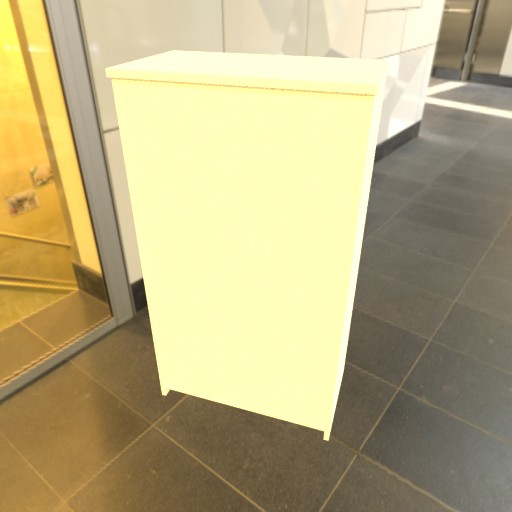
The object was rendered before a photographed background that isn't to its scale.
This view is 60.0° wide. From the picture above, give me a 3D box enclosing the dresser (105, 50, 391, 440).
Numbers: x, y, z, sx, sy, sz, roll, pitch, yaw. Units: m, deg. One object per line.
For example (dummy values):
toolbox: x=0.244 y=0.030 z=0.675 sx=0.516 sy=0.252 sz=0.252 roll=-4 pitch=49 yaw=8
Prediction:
dresser: x=0.000 y=0.000 z=1.562 sx=0.704 sy=1.255 sz=0.399 roll=10 pitch=33 yaw=16
